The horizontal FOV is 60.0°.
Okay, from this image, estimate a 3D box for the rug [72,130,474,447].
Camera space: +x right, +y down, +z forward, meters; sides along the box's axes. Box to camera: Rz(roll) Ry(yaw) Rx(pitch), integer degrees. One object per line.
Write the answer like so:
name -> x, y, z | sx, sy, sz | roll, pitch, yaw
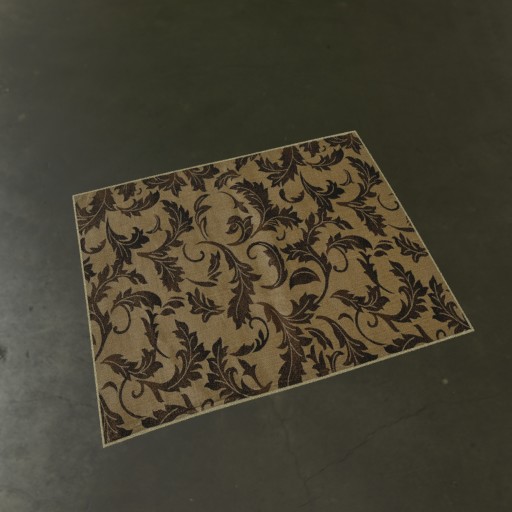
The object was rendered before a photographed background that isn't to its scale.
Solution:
rug -> 0.000, 0.000, 3.921 | 2.977, 0.008, 2.380 | -15, 60, -9
